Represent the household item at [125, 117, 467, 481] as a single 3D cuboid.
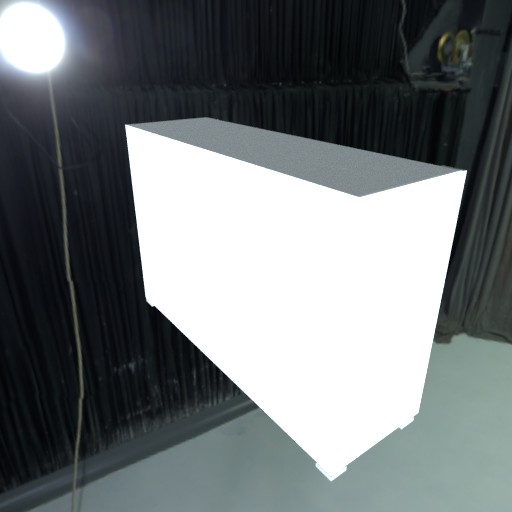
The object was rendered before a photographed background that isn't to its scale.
[{"bbox_3d":[0.000,0.000,1.710,0.420,0.867,1.300,-17,30,-33],"label":"household item"}]
